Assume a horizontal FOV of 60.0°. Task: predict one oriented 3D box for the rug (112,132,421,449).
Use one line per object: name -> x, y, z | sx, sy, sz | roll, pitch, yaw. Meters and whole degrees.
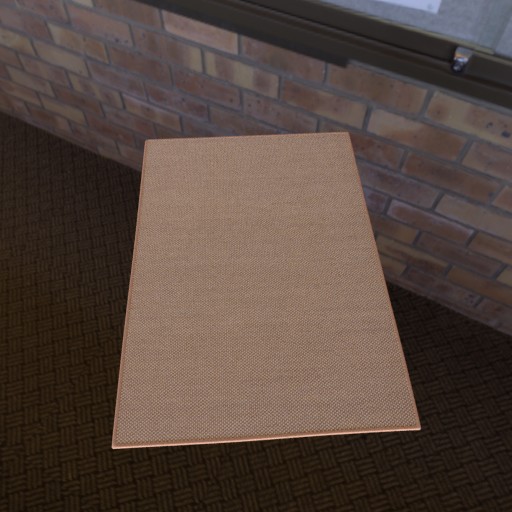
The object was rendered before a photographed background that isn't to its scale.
rug -> 0.000, 0.000, 2.739 | 1.524, 0.013, 2.134 | -3, 58, -2
